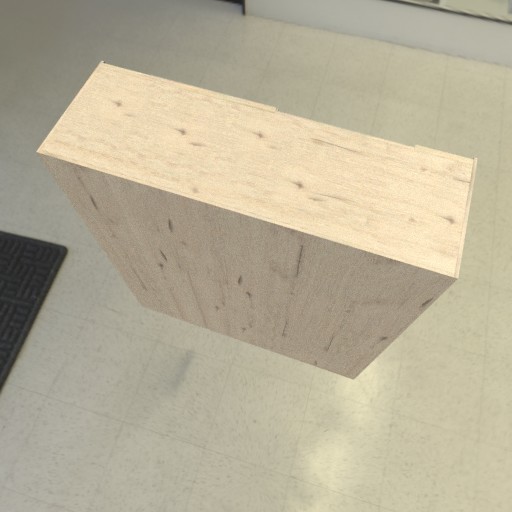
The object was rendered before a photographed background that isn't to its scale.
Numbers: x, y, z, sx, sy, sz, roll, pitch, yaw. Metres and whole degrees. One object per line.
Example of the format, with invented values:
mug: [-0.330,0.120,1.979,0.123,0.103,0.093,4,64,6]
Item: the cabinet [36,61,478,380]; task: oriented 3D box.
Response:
cabinet: [0.000,0.000,3.091,2.000,2.180,0.660,17,65,8]
